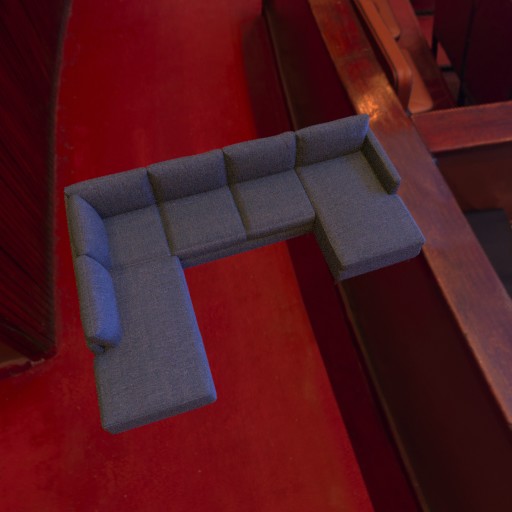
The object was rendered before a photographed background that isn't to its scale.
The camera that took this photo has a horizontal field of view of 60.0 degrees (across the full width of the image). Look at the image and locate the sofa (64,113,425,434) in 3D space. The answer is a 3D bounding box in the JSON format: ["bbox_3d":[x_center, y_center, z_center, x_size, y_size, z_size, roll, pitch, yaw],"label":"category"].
[{"bbox_3d":[0.000,0.000,3.524,2.737,0.753,1.879,-16,62,-9],"label":"sofa"}]
